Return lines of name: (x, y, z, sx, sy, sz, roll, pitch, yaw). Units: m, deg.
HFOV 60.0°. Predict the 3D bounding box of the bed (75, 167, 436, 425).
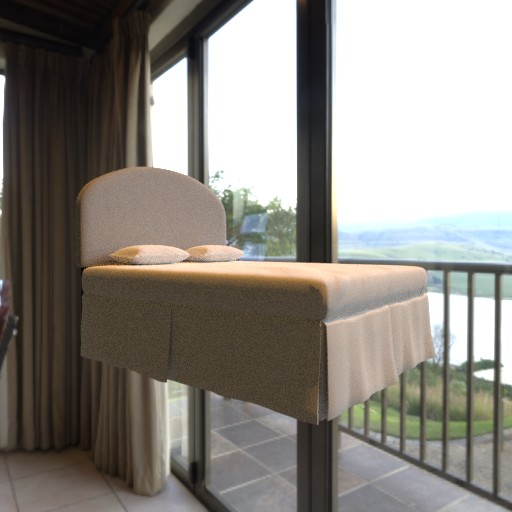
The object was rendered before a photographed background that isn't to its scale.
bed: (0.000, 0.000, 3.075, 2.005, 1.410, 1.607, 1, 2, 37)
